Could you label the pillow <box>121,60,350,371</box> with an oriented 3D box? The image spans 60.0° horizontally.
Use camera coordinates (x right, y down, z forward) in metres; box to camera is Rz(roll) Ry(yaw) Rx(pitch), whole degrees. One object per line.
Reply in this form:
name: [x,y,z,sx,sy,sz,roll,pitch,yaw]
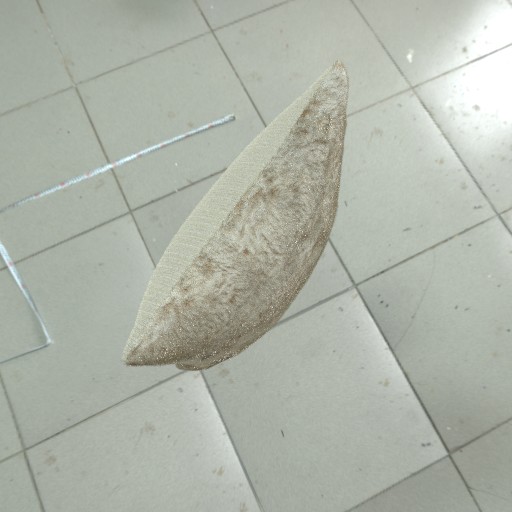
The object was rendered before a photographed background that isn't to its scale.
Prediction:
pillow: [0.000,0.000,0.843,0.216,0.525,0.538,33,77,9]
